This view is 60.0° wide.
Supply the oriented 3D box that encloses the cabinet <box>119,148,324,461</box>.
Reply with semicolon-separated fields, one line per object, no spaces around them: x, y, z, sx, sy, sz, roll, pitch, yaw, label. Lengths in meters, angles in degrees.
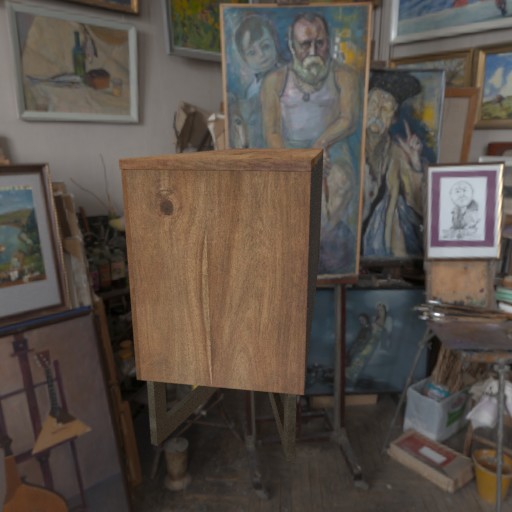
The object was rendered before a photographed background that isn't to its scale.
0.000;0.000;1.774;0.480;0.812;1.373;2;15;9;cabinet
